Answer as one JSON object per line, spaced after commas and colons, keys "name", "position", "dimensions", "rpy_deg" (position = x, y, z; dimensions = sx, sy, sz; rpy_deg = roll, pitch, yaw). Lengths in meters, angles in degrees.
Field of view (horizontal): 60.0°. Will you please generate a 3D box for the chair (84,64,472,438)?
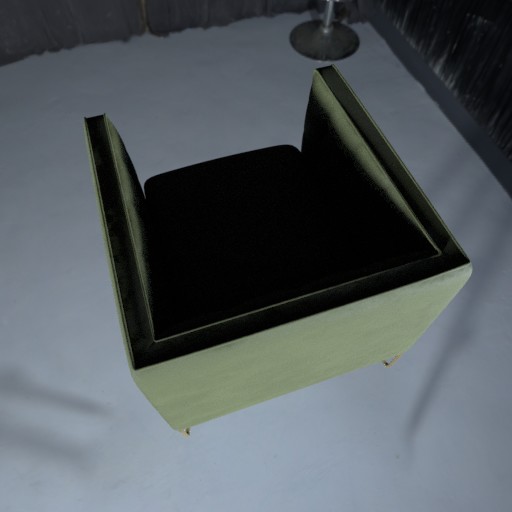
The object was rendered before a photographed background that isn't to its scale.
{"name": "chair", "position": [0.000, 0.000, 1.555], "dimensions": [0.880, 0.790, 0.894], "rpy_deg": [-16, 59, -10]}
